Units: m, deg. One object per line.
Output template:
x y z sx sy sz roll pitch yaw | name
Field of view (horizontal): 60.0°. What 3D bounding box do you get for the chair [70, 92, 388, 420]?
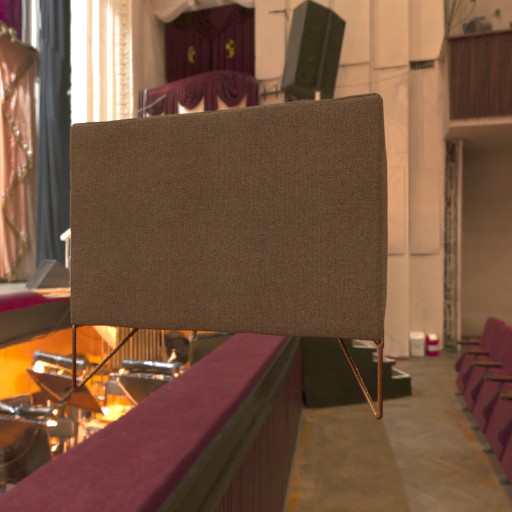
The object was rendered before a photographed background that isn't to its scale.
0.000 0.000 1.611 0.920 0.799 0.912 0 0 16 | chair
